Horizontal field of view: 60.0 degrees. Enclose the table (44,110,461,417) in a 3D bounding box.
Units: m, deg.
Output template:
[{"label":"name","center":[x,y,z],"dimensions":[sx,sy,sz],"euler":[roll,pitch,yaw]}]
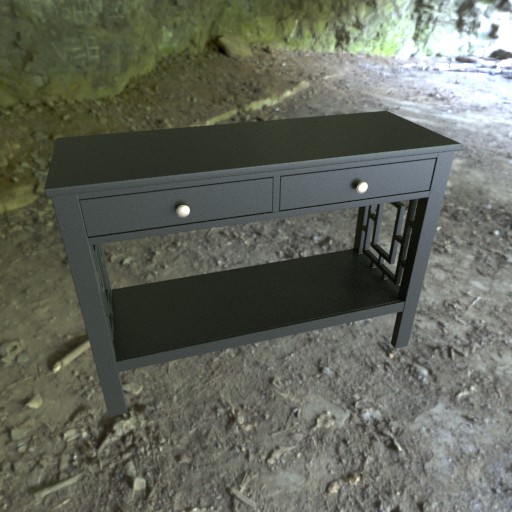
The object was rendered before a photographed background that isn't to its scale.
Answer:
[{"label":"table","center":[0.000,0.000,1.434],"dimensions":[1.068,0.753,0.397],"euler":[-9,33,-15]}]
